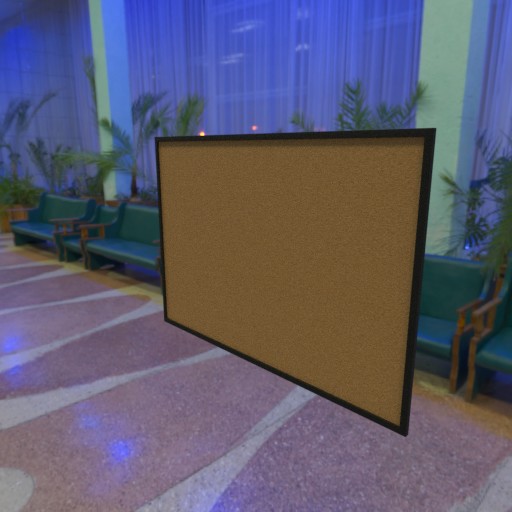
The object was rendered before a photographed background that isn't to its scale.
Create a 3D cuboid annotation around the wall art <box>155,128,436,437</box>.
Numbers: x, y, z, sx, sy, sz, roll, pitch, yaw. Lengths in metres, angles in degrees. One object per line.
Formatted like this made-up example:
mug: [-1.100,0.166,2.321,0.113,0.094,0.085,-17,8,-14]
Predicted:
wall art: [0.000,0.000,1.249,0.013,0.665,0.963,-13,19,-43]
